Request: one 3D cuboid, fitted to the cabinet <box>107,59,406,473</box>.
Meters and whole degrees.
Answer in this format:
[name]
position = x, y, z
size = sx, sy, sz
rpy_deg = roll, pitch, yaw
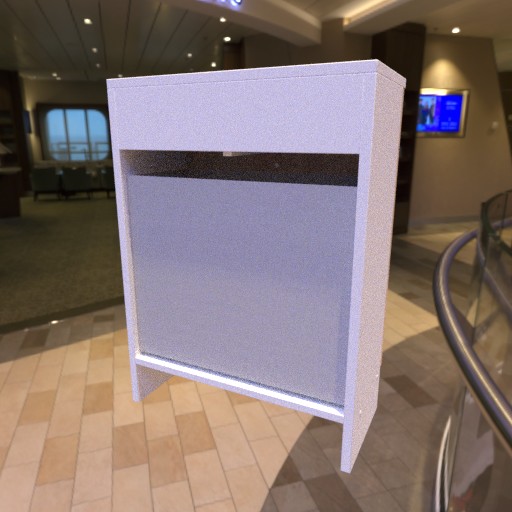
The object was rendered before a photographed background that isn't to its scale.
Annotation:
[cabinet]
position = 0.000, 0.000, 1.093
size = 0.600, 0.815, 0.296
rpy_deg = 8, 17, 26
